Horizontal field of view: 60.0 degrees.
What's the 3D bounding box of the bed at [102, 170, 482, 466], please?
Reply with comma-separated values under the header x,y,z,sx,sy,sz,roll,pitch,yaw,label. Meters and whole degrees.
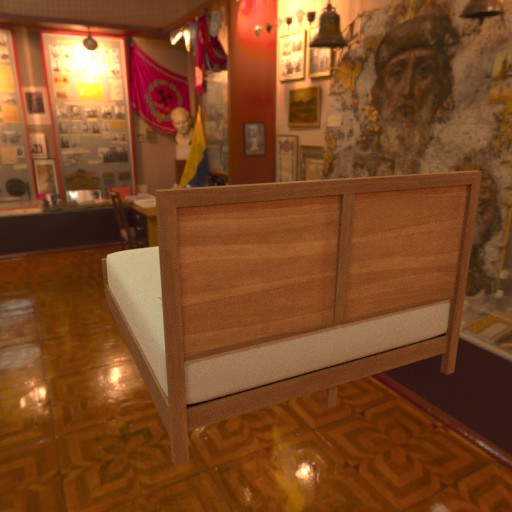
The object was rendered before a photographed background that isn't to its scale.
x,y,z,sx,sy,sz,roll,pitch,yaw,label
0.000,0.000,3.414,2.003,1.387,2.184,-8,18,-25,bed
